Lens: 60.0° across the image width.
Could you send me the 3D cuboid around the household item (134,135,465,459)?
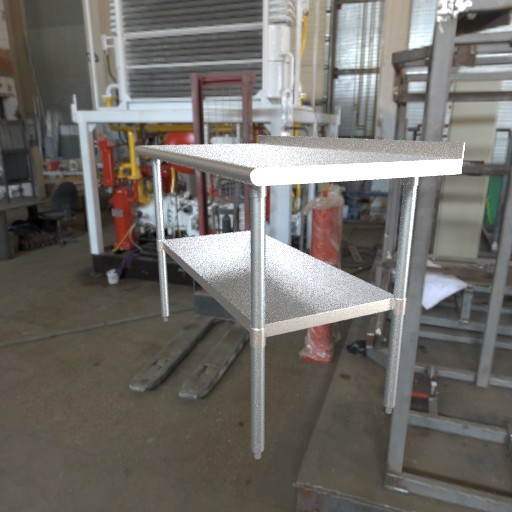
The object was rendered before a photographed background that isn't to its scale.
[{"bbox_3d":[0.000,0.000,1.661,0.610,0.851,1.219,-8,18,-24],"label":"household item"}]
